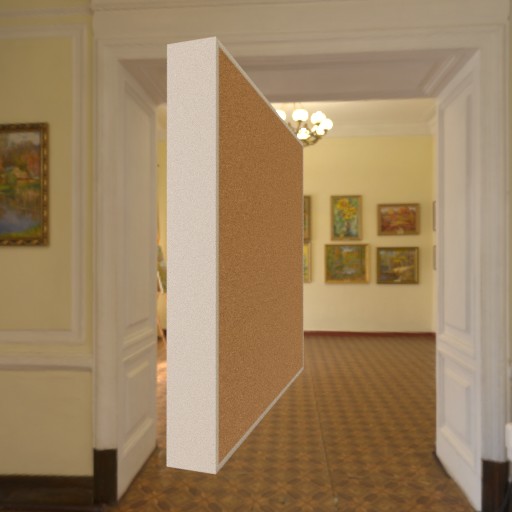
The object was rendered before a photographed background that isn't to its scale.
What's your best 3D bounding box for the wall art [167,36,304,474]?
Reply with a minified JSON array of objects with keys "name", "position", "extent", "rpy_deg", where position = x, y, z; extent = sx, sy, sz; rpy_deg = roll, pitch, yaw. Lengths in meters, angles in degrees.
[{"name":"wall art","position":[0.000,0.000,0.459],"extent":[0.038,0.304,0.305],"rpy_deg":[0,0,18]}]
